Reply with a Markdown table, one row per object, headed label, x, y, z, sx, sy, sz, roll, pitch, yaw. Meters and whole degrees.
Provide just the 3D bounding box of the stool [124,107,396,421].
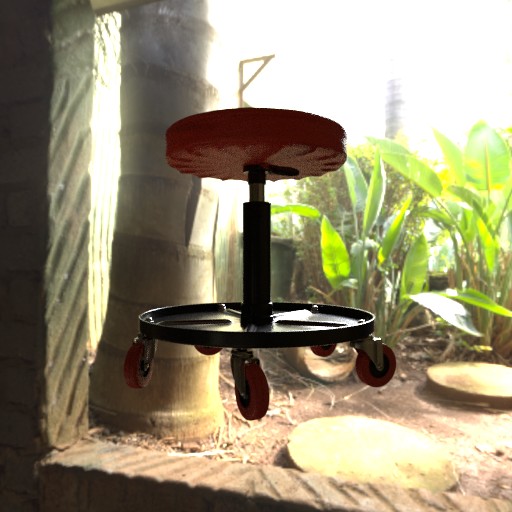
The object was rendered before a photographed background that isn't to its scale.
| label | x | y | z | sx | sy | sz | roll | pitch | yaw |
| --- | --- | --- | --- | --- | --- | --- | --- | --- | --- |
| stool | 0.000 | 0.000 | 0.665 | 0.381 | 0.365 | 0.382 | 0 | 0 | -18 |
